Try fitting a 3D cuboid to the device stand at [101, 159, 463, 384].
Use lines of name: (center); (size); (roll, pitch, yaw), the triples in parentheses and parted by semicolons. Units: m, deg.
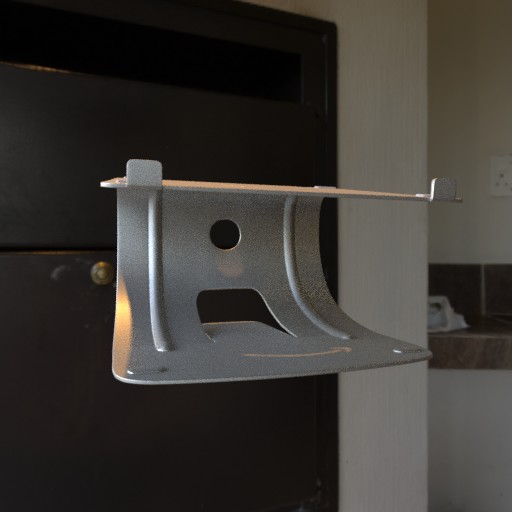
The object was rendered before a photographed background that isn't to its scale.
device stand: (0.000, 0.000, 0.396); (0.256, 0.155, 0.236); (0, 0, -18)
